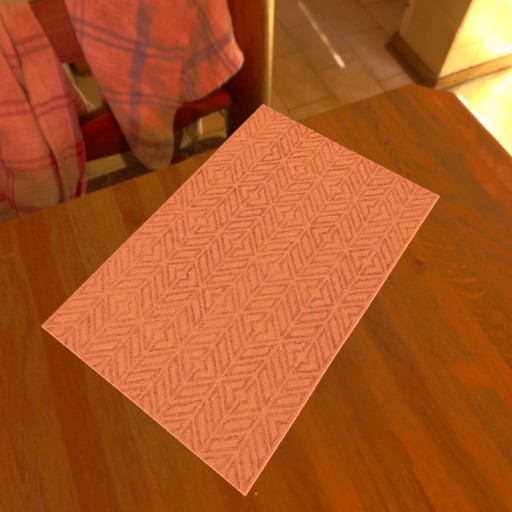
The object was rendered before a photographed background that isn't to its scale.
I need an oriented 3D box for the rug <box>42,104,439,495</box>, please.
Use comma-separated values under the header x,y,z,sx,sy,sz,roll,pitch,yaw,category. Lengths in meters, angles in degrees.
x,y,z,sx,sy,sz,roll,pitch,yaw,category
0.000,0.000,2.305,1.220,0.007,1.828,33,67,16,rug
